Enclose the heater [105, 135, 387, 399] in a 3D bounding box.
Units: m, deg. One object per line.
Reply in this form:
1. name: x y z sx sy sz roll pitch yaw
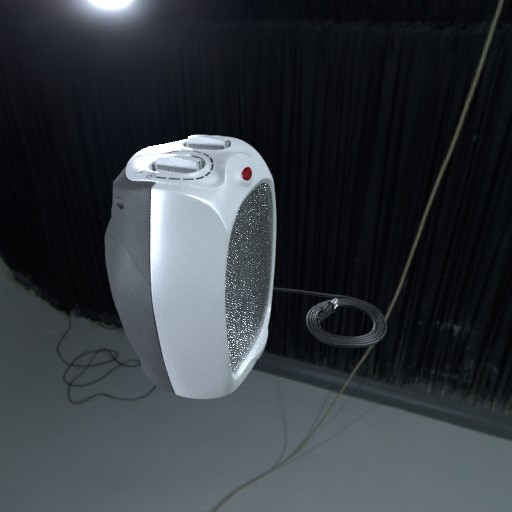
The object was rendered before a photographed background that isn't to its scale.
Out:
1. heater: 0.000 0.000 0.465 0.291 0.240 0.239 10 32 16
